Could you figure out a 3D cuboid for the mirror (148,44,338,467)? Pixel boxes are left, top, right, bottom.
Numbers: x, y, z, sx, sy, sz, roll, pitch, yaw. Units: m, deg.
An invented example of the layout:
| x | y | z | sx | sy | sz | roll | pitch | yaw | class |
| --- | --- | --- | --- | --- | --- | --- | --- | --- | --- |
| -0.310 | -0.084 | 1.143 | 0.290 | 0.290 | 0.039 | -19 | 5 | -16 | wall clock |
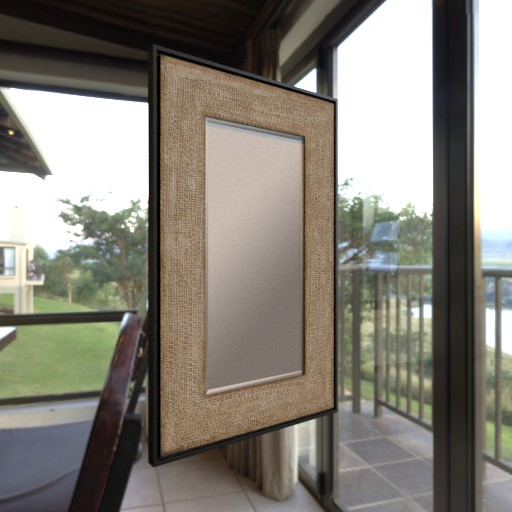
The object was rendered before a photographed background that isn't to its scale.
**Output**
| x | y | z | sx | sy | sz | roll | pitch | yaw | class |
| --- | --- | --- | --- | --- | --- | --- | --- | --- | --- |
| 0.000 | 0.000 | 1.517 | 0.762 | 1.219 | 0.038 | 0 | 0 | -36 | mirror |
